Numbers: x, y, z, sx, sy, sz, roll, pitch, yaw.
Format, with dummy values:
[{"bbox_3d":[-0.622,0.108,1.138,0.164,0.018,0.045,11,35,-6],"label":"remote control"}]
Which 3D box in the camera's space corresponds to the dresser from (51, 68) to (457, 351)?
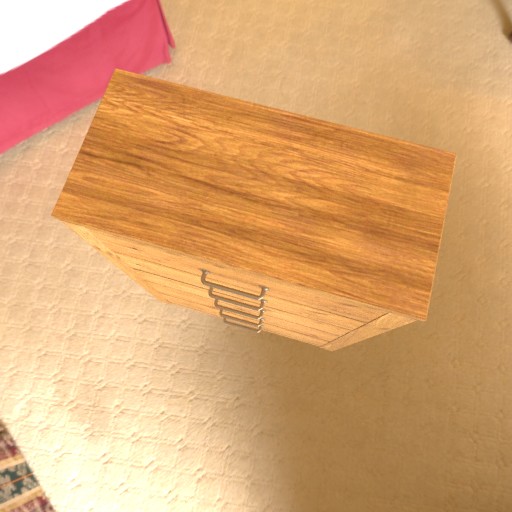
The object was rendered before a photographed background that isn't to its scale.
[{"bbox_3d":[0.000,0.000,1.967,1.081,1.431,0.558,16,75,4],"label":"dresser"}]
